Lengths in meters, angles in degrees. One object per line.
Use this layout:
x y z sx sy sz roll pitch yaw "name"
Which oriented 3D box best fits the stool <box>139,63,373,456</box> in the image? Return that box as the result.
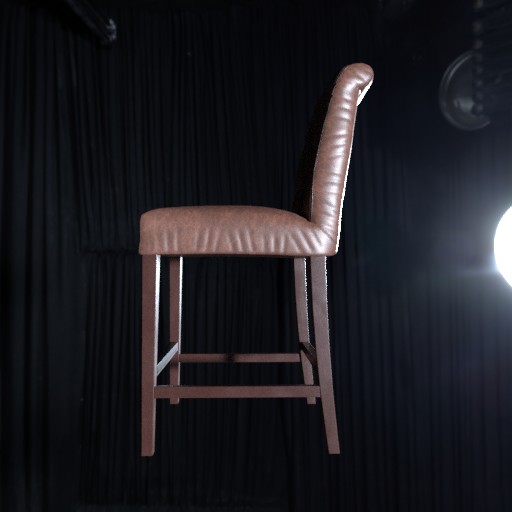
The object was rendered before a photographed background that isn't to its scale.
0.000 0.000 1.439 0.660 1.084 0.486 0 -1 -1 "stool"
